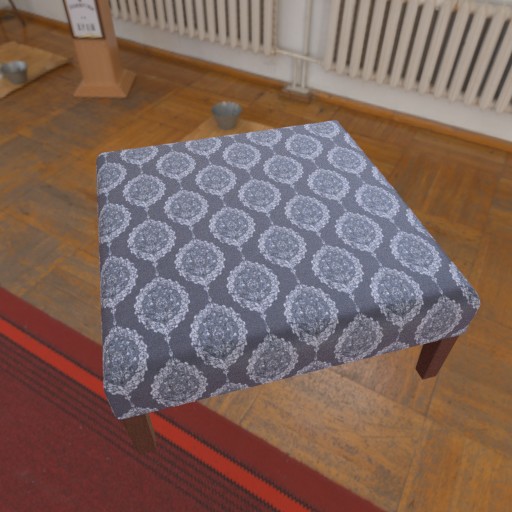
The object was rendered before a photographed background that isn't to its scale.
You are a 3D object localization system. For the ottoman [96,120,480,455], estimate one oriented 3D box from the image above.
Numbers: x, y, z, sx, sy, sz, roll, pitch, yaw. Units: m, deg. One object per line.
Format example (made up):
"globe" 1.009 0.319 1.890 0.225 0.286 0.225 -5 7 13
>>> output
"ottoman" 0.000 0.000 1.384 0.889 0.409 0.890 -11 46 -11
